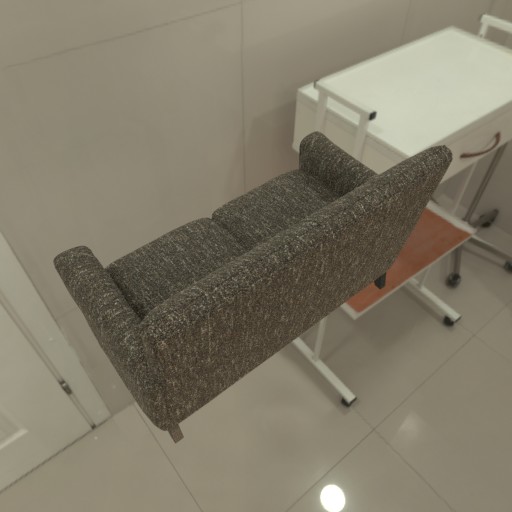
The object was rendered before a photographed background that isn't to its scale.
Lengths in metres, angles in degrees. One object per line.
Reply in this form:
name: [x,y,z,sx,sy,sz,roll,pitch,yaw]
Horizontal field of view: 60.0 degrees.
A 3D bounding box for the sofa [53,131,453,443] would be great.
sofa: [0.000,0.000,2.041,1.519,0.946,0.801,-31,55,-25]
